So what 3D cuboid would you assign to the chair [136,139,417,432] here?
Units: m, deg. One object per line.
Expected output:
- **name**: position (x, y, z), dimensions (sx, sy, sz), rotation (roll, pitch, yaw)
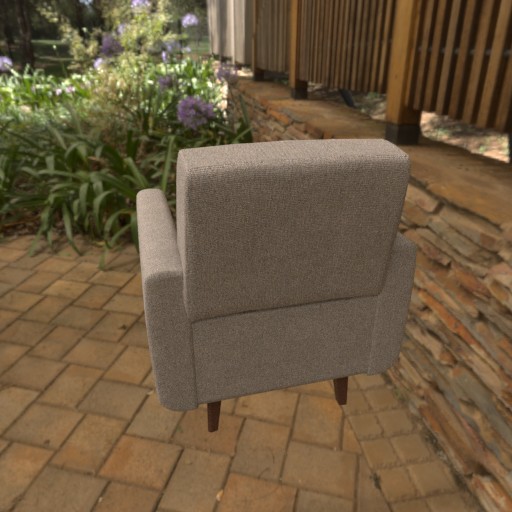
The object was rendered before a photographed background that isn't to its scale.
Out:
- **chair**: position (0.000, 0.000, 1.674), dimensions (0.845, 0.968, 0.942), rotation (-7, 26, -14)
